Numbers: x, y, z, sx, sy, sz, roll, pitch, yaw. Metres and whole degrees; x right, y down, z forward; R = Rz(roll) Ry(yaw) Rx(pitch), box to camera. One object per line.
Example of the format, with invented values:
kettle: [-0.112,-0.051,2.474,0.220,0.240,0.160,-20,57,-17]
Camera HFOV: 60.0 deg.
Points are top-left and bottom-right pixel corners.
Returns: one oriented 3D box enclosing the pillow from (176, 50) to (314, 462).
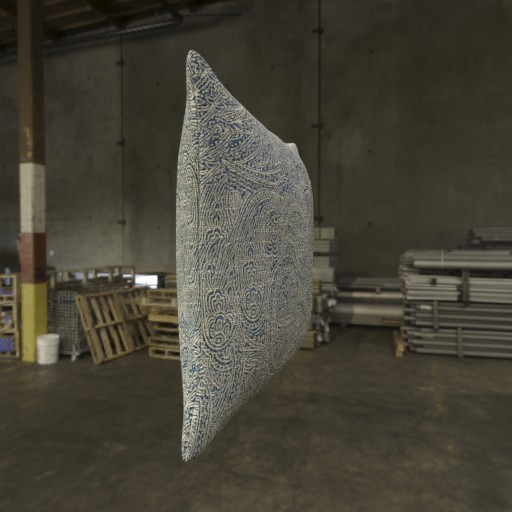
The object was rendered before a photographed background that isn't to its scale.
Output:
pillow: [0.000,0.000,0.791,0.166,0.510,0.523,0,1,19]
